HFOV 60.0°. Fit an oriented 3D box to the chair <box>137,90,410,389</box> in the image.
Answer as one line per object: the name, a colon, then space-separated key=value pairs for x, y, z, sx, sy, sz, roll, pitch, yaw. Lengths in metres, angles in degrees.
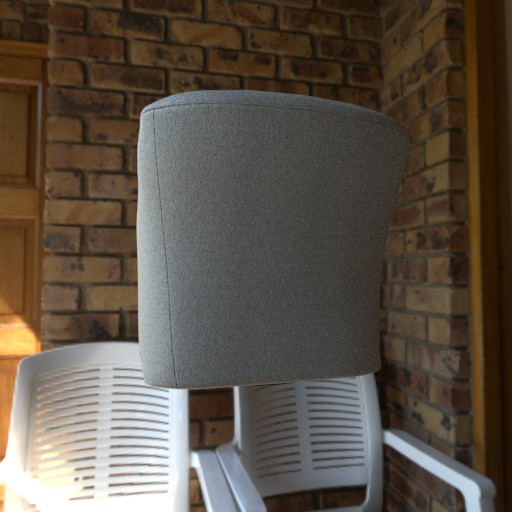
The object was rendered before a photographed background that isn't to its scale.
chair: x=0.000 y=0.000 z=1.611 sx=0.864 sy=0.856 sz=0.923 roll=1 pitch=-3 yaw=-18
